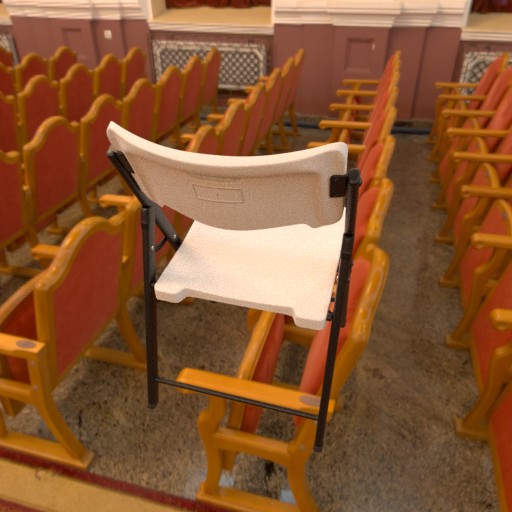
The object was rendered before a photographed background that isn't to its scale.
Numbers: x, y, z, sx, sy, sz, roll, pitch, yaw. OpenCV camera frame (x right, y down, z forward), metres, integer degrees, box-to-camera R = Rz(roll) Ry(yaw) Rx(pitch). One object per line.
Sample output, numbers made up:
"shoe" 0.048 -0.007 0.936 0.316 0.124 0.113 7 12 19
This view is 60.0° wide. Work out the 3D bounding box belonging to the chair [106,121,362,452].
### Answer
"chair" 0.000 0.000 1.119 0.482 0.765 0.577 9 34 14
